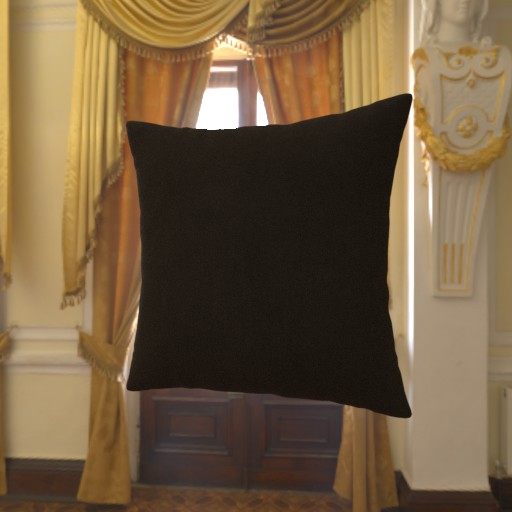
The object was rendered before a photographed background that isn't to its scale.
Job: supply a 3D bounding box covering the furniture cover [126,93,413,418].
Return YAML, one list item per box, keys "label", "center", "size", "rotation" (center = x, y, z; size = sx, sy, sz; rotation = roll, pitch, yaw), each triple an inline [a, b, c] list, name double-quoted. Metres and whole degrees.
- label: "furniture cover"
  center: [0.000, 0.000, 0.765]
  size: [0.511, 0.509, 0.161]
  rotation: [0, 0, 17]
